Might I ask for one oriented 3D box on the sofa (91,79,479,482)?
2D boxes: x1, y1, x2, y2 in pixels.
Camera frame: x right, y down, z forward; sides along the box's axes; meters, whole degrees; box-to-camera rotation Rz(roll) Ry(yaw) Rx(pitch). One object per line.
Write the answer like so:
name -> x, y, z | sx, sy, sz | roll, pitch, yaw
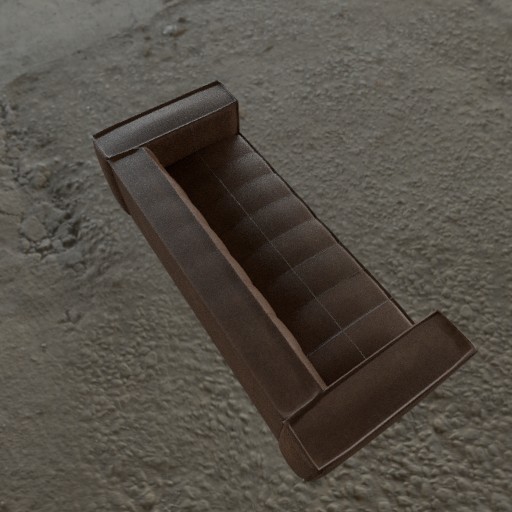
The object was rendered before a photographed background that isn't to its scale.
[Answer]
sofa -> 0.000, 0.000, 2.935 | 1.102, 0.701, 2.581 | -30, 64, -17
